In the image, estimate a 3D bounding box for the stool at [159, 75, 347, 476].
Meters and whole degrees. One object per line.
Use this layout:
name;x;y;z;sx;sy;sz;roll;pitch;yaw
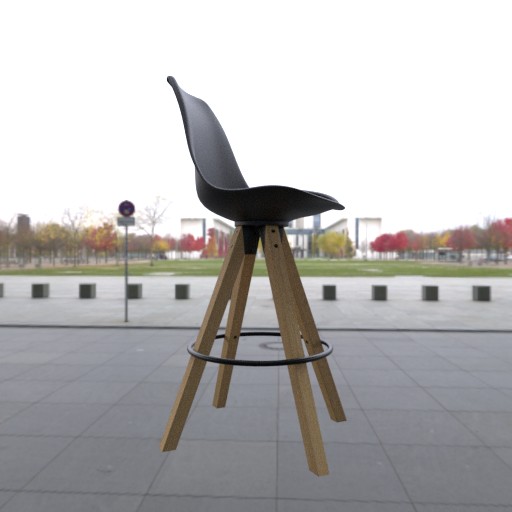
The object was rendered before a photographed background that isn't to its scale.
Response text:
stool;0.000;0.000;1.393;0.550;1.115;0.485;0;0;18
